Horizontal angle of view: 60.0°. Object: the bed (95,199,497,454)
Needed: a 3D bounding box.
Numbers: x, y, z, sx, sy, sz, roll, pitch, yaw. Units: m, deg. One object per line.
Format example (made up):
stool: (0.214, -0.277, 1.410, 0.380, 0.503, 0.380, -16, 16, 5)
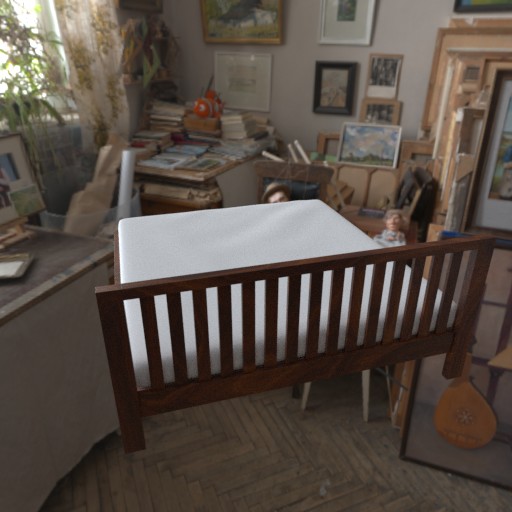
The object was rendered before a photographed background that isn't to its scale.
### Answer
bed: (0.000, 0.000, 3.036, 1.905, 0.890, 2.030, -7, 27, -15)
